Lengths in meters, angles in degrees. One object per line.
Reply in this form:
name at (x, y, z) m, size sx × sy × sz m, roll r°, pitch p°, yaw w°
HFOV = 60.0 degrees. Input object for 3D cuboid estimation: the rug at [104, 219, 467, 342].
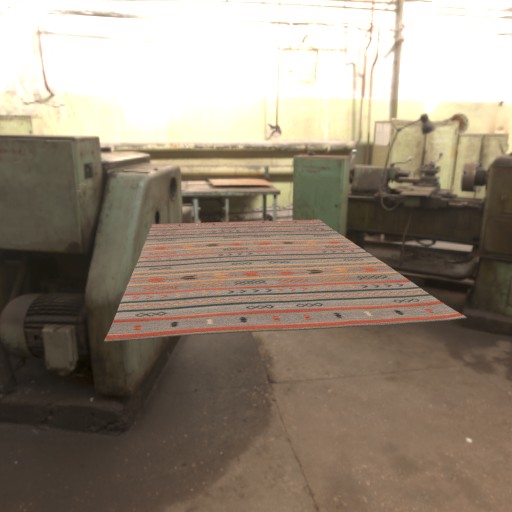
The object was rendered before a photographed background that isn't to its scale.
rug at (0.000, 0.000, 2.328) m, size 1.220 × 0.017 × 1.835 m, roll -2°, pitch 16°, yaw -8°
